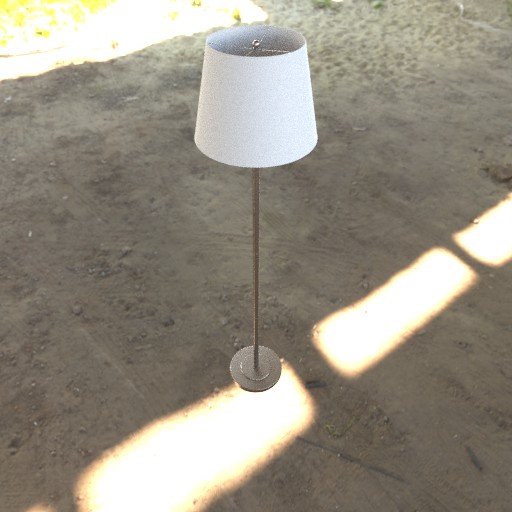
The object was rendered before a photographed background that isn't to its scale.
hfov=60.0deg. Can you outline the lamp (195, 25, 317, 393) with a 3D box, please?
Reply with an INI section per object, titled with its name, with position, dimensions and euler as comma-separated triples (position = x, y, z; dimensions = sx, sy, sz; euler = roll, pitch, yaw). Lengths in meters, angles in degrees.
[lamp]
position = 0.000, 0.000, 1.610
dimensions = 0.355, 1.473, 0.355
euler = 0, 43, 0
